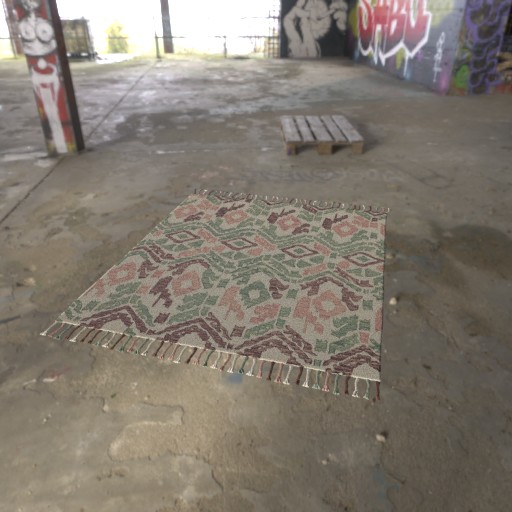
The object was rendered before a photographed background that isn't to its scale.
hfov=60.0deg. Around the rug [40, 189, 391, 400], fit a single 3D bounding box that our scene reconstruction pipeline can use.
[{"bbox_3d":[0.000,0.000,4.163,2.438,0.010,3.048,8,30,13],"label":"rug"}]
